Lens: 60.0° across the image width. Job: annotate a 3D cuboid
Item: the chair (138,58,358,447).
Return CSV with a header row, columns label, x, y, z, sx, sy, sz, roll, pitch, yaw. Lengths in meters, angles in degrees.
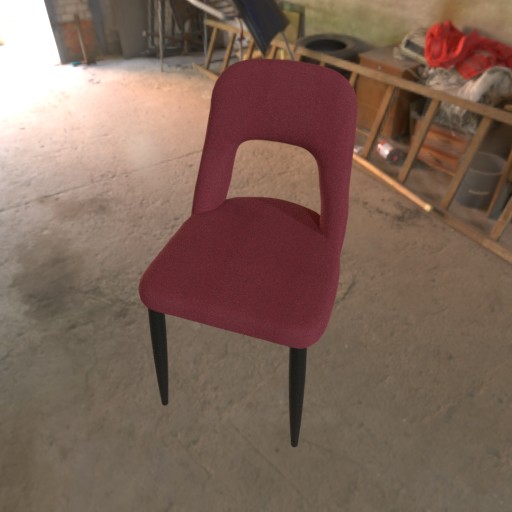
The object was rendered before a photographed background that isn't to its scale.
label,x,y,z,sx,sy,sz,roll,pitch,yaw
chair,0.000,0.000,1.237,0.483,0.892,0.569,12,43,14
